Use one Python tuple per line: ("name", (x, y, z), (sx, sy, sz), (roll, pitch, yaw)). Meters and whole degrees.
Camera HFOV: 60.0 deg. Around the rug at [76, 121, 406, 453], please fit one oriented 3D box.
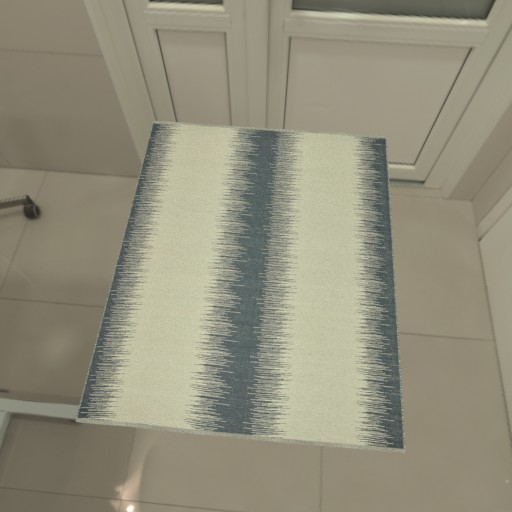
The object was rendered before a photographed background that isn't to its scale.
("rug", (0.000, 0.000, 3.959), (2.453, 0.004, 3.037), (4, 63, 2))
